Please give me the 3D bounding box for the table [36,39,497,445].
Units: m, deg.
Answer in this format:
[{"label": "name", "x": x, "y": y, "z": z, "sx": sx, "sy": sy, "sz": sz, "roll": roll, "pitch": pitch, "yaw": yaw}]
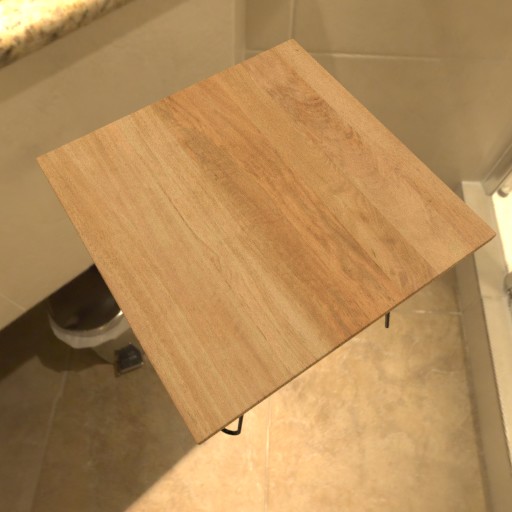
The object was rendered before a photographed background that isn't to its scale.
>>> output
[{"label": "table", "x": 0.000, "y": 0.000, "z": 1.021, "sx": 0.599, "sy": 0.500, "sz": 0.599, "roll": -31, "pitch": 68, "yaw": -14}]
